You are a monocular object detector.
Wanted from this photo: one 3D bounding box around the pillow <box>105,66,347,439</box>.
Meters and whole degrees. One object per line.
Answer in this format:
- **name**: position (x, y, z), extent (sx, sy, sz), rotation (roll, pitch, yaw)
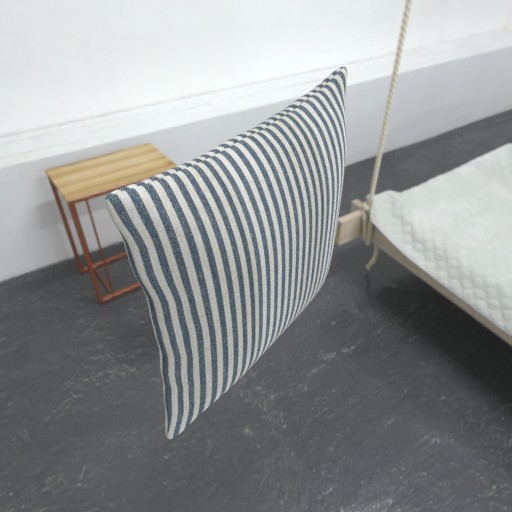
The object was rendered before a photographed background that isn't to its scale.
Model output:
- **pillow**: position (0.000, 0.000, 0.781), extent (0.166, 0.510, 0.523), rotation (27, 48, 27)
